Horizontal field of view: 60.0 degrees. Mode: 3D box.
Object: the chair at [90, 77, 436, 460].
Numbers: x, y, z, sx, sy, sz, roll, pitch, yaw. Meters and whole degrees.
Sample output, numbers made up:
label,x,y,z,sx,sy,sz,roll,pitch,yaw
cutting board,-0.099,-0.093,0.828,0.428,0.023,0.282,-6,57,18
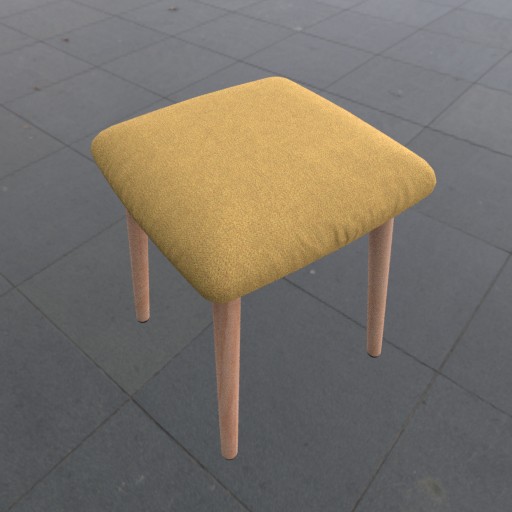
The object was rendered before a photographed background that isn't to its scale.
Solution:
label,x,y,z,sx,sy,sz,roll,pitch,yaw
chair,0.000,0.000,0.703,0.350,0.440,0.350,-27,52,-23
